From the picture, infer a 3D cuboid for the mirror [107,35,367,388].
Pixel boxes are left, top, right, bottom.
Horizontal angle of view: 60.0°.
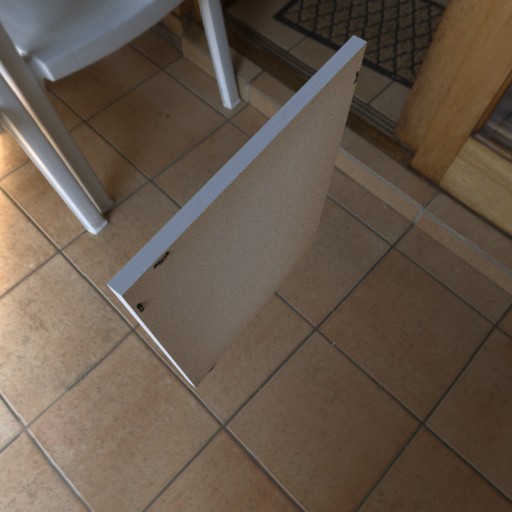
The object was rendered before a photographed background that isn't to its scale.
[{"bbox_3d":[0.000,0.000,1.325,0.040,1.016,0.762,35,70,15],"label":"mirror"}]
